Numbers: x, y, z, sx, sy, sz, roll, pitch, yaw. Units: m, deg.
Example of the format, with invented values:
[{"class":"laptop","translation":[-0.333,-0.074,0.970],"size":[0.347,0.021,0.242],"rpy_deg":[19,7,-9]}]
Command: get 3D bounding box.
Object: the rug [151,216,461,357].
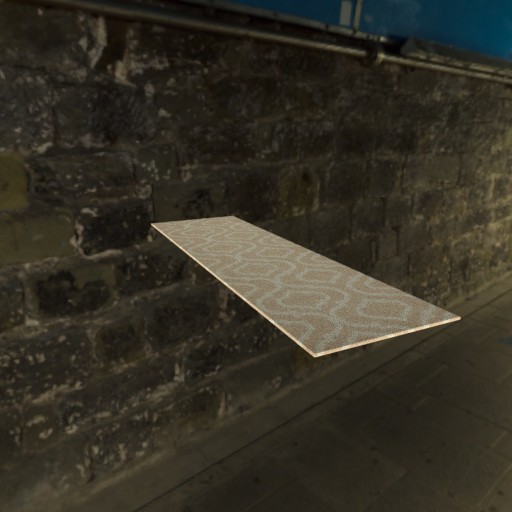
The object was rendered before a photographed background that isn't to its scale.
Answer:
[{"class":"rug","translation":[0.000,0.000,2.596],"size":[0.691,0.013,2.289],"rpy_deg":[-8,18,-25]}]
